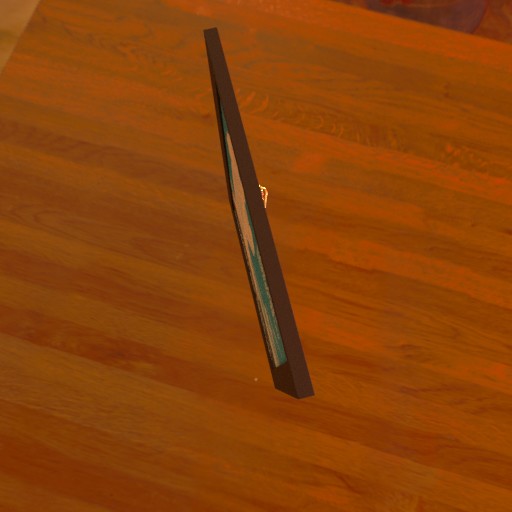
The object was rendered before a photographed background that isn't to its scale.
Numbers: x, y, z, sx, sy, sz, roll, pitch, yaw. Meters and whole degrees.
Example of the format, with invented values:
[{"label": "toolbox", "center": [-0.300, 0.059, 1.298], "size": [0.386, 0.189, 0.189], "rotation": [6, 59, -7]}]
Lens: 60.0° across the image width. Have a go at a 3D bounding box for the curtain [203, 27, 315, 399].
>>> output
[{"label": "curtain", "center": [0.000, 0.000, 0.811], "size": [0.027, 0.585, 0.483], "rotation": [-13, 75, -4]}]
